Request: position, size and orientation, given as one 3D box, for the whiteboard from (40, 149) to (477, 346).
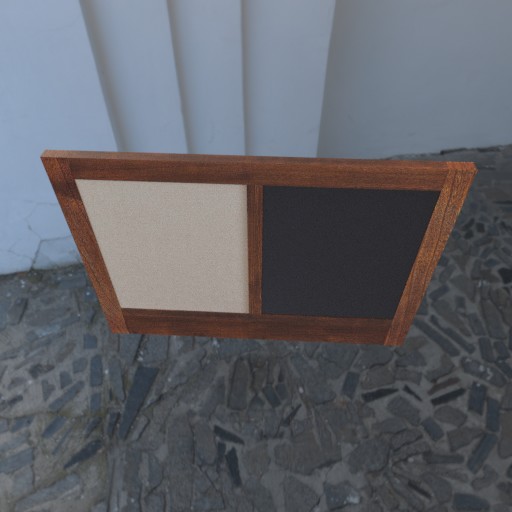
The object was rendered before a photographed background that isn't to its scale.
[{"bbox_3d":[0.000,0.000,1.005,0.768,0.553,0.083,2,46,2],"label":"whiteboard"}]
